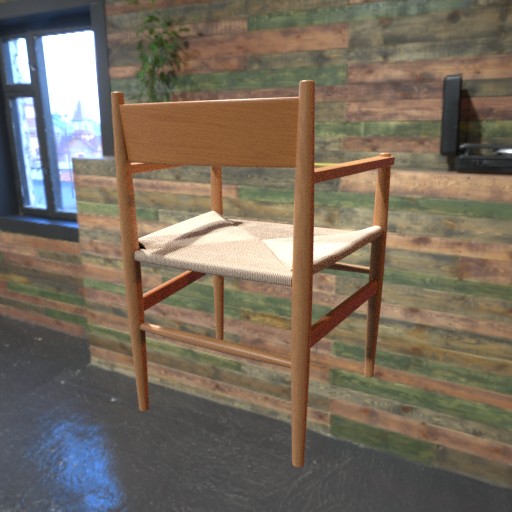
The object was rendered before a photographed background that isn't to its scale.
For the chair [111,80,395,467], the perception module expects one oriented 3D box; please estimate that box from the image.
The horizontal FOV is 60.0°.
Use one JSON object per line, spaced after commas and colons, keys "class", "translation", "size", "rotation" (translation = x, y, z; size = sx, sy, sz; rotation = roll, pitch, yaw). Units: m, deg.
{"class": "chair", "translation": [0.000, 0.000, 1.118], "size": [0.556, 0.762, 0.495], "rotation": [8, 17, 27]}
